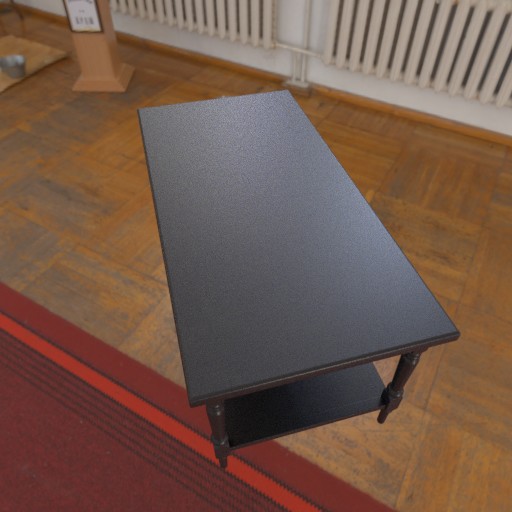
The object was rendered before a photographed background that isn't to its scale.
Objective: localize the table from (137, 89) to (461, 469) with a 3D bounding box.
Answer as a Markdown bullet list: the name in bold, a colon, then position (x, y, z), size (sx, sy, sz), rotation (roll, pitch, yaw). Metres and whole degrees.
- **table**: position (0.000, 0.000, 1.389), size (0.550, 0.510, 1.107), rotation (-11, 47, -11)
